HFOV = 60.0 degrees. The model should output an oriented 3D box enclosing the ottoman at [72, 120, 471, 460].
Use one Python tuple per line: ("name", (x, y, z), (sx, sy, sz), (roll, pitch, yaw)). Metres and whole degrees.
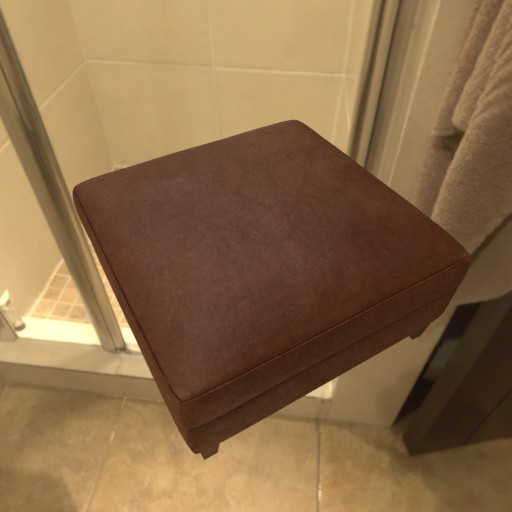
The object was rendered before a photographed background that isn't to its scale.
("ottoman", (0.000, 0.000, 1.329), (0.836, 0.415, 0.844), (-23, 50, -21))
